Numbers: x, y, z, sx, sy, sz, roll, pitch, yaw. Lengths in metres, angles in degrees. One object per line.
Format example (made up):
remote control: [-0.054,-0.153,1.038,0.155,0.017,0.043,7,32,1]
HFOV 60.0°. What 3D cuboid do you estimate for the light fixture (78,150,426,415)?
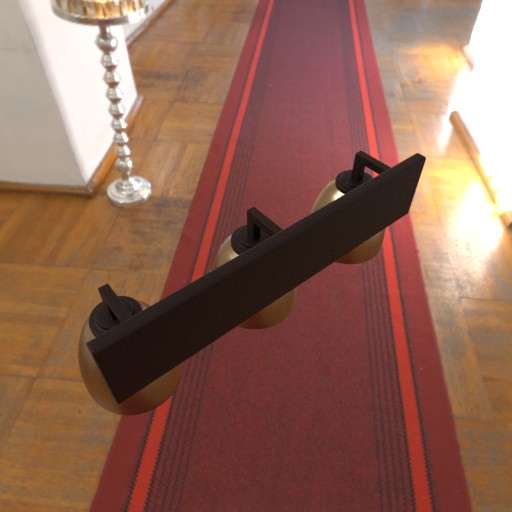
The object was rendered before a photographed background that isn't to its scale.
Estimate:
light fixture: [0.000,0.000,0.671,0.582,0.204,0.157,-30,54,-26]
